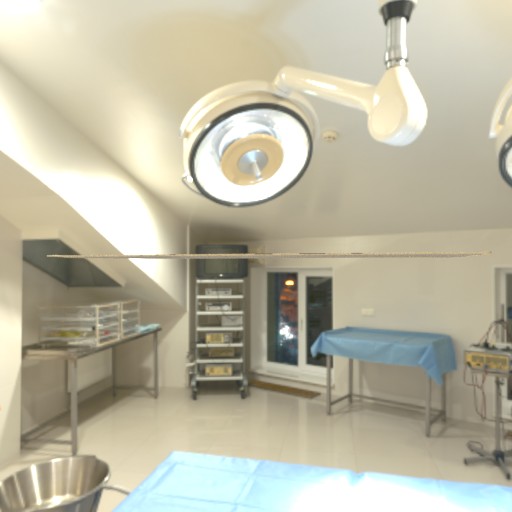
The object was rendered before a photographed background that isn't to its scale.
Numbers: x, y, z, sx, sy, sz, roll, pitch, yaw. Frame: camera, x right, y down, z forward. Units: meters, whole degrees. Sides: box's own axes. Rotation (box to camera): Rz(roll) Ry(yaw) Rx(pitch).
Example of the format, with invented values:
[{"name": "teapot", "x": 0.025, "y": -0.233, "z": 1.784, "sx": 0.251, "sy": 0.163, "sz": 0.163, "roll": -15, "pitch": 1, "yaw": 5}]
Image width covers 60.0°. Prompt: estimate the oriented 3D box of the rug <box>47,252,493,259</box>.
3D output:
[{"name": "rug", "x": 0.000, "y": 0.000, "z": 2.533, "sx": 2.301, "sy": 0.017, "sz": 0.692, "roll": 0, "pitch": -1, "yaw": 17}]
